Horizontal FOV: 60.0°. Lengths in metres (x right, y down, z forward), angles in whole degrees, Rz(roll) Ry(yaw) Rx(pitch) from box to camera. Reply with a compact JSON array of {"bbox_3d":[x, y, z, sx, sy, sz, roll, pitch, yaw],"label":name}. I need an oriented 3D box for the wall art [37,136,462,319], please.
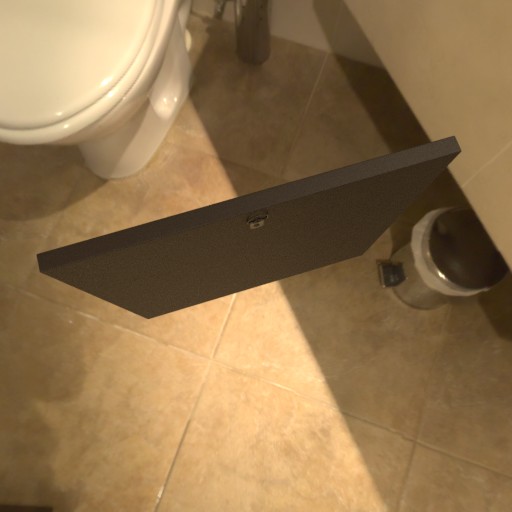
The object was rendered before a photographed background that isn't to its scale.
[{"bbox_3d":[0.000,0.000,1.203,0.805,0.807,0.043,-16,77,-4],"label":"wall art"}]
